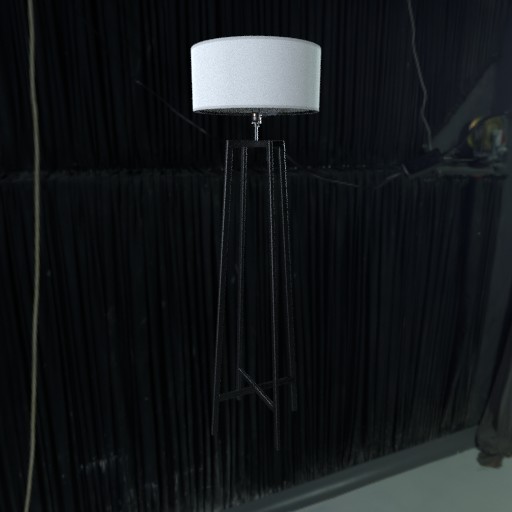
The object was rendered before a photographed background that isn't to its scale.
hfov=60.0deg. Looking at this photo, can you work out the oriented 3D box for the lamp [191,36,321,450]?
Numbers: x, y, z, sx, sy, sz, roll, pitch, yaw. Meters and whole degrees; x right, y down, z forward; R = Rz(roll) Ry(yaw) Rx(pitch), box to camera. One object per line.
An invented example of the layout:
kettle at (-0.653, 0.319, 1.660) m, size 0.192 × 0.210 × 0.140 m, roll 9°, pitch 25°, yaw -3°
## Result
lamp at (0.000, 0.000, 1.768) m, size 0.456 × 1.510 × 0.457 m, roll -7°, pitch 16°, yaw -25°
